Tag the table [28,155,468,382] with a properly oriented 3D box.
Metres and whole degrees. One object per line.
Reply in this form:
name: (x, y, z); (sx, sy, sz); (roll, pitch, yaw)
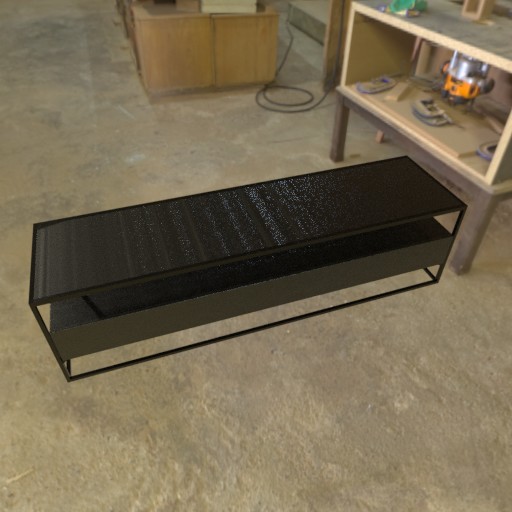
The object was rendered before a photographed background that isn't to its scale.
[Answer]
table: (0.000, 0.000, 1.697); (1.486, 0.395, 0.399); (-13, 43, -14)
